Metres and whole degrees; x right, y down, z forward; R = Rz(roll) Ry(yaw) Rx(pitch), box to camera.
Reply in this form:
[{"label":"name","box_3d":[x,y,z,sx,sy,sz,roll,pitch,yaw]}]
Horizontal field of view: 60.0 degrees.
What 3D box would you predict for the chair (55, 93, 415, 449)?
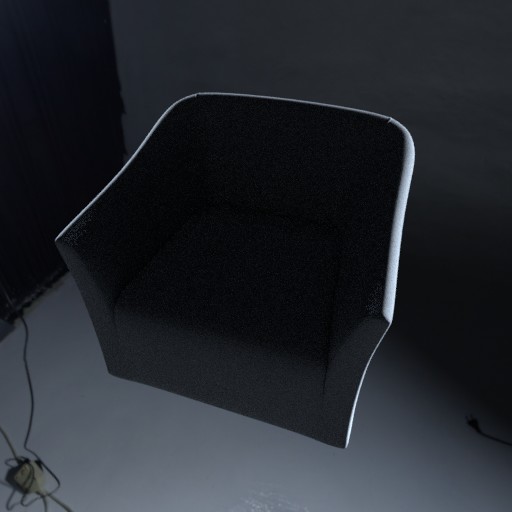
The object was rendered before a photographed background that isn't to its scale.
[{"label":"chair","box_3d":[0.000,0.000,1.334,0.790,0.720,0.700,12,41,15]}]
